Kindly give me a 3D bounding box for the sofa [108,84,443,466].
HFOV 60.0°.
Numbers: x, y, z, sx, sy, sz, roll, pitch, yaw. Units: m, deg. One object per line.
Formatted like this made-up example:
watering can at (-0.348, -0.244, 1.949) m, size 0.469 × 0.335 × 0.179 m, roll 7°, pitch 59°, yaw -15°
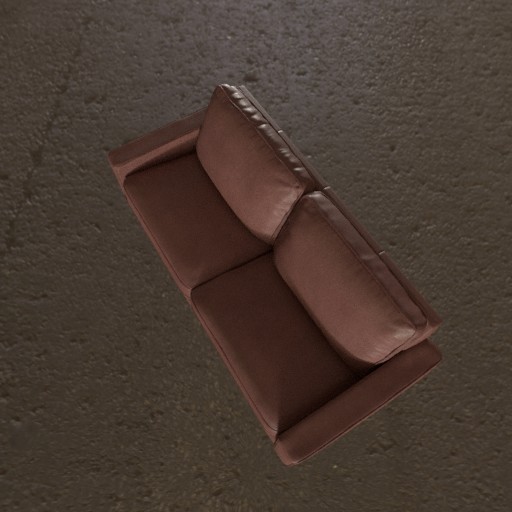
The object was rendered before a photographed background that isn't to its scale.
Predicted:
sofa at (0.000, 0.000, 2.564) m, size 0.940 × 0.919 × 2.080 m, roll -30°, pitch 68°, yaw -14°
